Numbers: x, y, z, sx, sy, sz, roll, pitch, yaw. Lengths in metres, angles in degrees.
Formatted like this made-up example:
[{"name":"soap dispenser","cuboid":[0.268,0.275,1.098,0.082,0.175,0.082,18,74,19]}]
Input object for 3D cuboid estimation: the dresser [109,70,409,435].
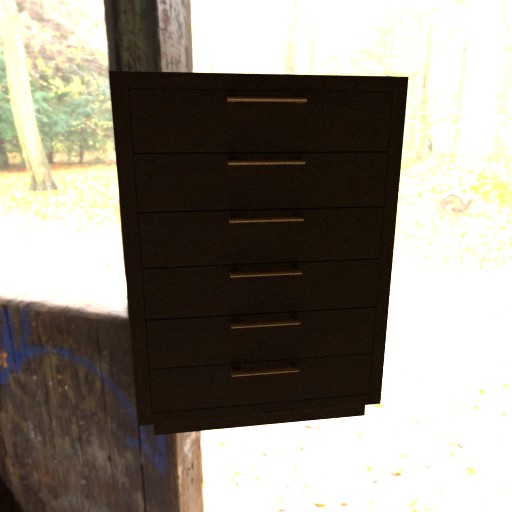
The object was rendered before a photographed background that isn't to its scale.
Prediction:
[{"name":"dresser","cuboid":[0.000,0.000,1.790,0.964,1.320,0.516,-2,16,-8]}]
